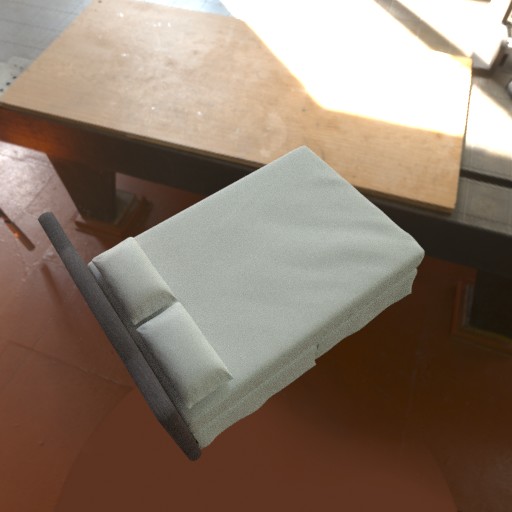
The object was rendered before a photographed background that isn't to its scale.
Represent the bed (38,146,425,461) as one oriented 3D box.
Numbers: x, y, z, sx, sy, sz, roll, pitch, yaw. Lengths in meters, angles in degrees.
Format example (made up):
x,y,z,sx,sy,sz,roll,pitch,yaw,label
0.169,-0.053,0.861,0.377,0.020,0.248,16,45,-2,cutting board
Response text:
x,y,z,sx,sy,sz,roll,pitch,yaw,label
0.000,0.000,3.587,2.507,1.441,1.741,-32,63,-19,bed
